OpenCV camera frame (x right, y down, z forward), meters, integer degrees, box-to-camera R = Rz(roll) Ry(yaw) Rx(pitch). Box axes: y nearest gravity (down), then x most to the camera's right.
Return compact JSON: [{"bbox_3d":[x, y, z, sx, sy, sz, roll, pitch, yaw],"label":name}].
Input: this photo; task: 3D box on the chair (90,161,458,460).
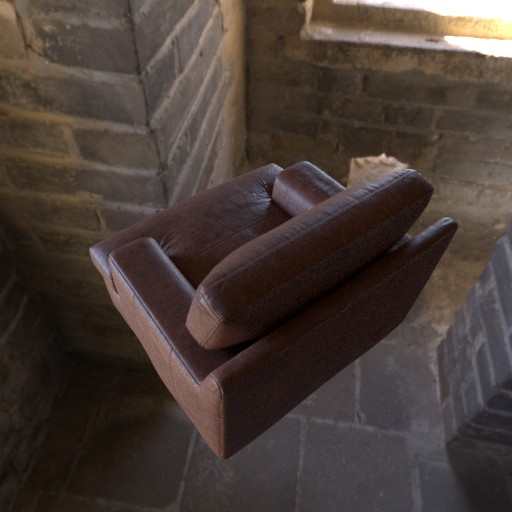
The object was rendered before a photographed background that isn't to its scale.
[{"bbox_3d":[0.000,0.000,1.967,1.168,0.939,1.143,-29,53,-25],"label":"chair"}]
